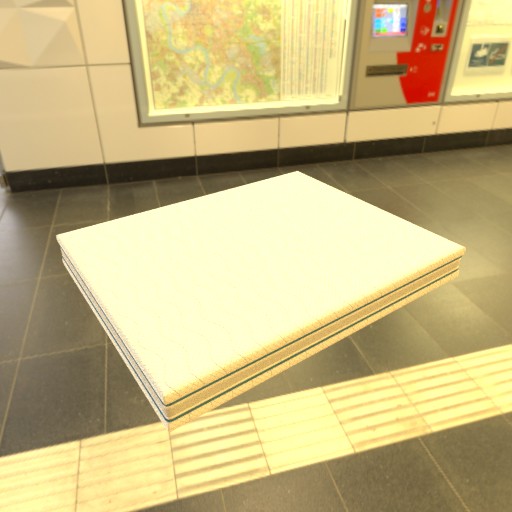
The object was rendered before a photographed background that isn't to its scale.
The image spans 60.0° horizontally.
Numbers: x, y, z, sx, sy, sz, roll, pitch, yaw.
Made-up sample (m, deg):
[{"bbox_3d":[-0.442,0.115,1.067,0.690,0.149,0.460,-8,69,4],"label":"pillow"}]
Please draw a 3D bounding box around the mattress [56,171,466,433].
[{"bbox_3d":[0.000,0.000,2.811,2.000,0.230,1.600,-20,37,-29],"label":"mattress"}]
